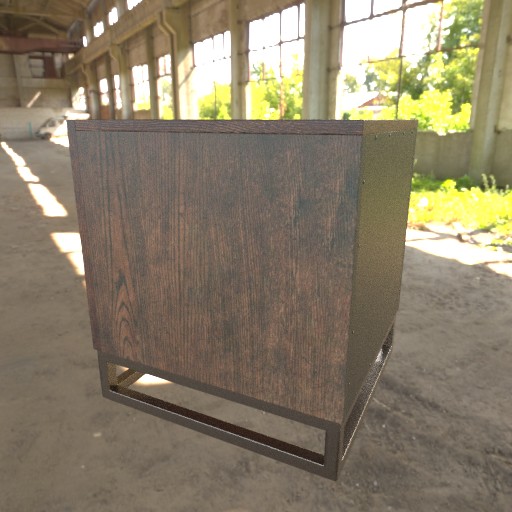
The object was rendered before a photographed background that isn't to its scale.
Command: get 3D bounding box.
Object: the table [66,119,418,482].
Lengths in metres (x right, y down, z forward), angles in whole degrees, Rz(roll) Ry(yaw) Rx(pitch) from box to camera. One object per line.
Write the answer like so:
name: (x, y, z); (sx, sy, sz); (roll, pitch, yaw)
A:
table: (0.000, 0.000, 0.989); (0.566, 0.582, 0.506); (8, 19, 26)
